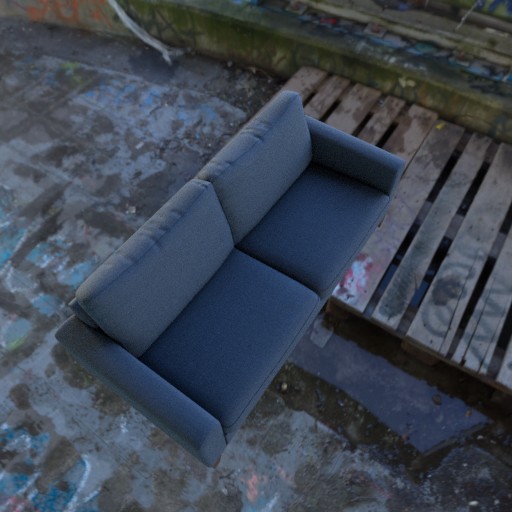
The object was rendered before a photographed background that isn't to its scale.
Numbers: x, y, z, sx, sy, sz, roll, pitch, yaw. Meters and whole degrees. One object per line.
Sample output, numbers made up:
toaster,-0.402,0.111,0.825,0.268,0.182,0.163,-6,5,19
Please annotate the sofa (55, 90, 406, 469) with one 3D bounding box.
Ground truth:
sofa,0.000,0.000,2.388,0.877,0.865,1.900,31,62,18
